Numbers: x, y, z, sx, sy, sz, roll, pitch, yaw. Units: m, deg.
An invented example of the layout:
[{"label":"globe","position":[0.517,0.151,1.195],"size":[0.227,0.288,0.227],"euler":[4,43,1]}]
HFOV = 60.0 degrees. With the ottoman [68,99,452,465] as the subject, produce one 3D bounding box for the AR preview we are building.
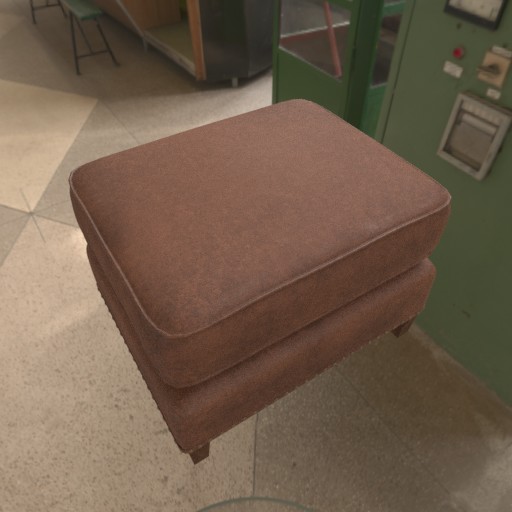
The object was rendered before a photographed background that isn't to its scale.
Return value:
[{"label":"ottoman","position":[0.000,0.000,1.131],"size":[0.738,0.537,0.589],"euler":[-24,51,-22]}]
